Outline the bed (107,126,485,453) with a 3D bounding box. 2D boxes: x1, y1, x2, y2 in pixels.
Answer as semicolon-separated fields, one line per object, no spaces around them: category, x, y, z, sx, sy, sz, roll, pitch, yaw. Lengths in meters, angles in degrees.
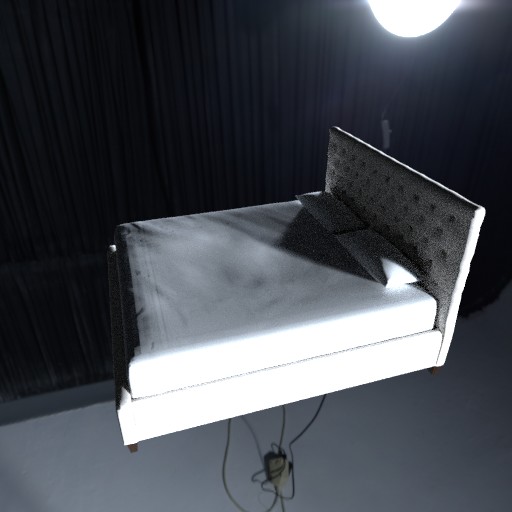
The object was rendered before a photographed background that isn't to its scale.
bed;0.000;0.000;3.617;2.387;1.427;2.078;-9;32;-15
